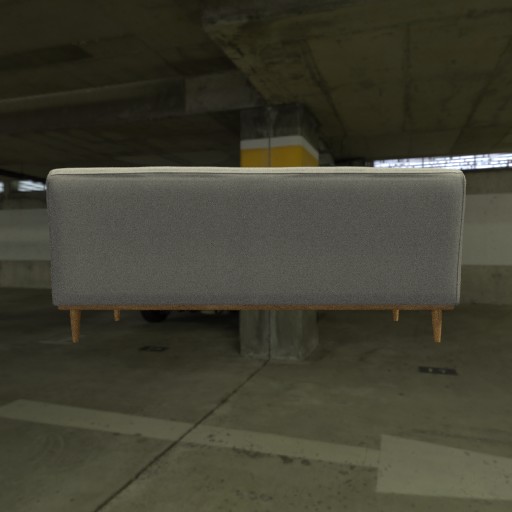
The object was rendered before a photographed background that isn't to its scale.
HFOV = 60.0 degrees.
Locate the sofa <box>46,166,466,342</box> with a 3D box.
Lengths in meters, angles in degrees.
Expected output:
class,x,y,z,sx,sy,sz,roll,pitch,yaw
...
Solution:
class,x,y,z,sx,sy,sz,roll,pitch,yaw
sofa,0.000,0.000,2.573,2.057,0.871,0.978,0,1,0
